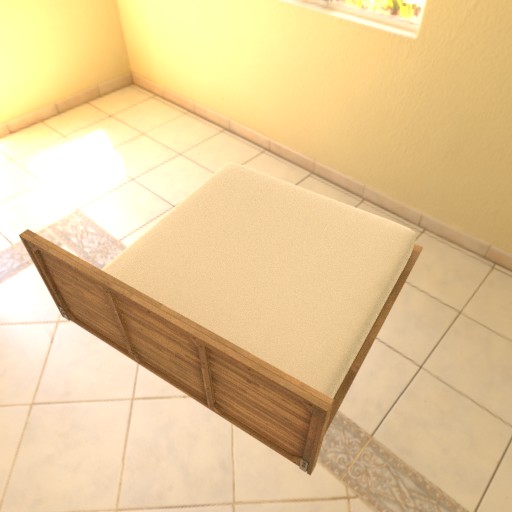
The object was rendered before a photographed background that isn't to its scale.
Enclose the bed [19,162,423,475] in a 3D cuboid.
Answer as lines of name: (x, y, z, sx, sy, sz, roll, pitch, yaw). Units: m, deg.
bed: (0.000, 0.000, 3.376, 2.116, 1.100, 2.167, 25, 51, 22)
